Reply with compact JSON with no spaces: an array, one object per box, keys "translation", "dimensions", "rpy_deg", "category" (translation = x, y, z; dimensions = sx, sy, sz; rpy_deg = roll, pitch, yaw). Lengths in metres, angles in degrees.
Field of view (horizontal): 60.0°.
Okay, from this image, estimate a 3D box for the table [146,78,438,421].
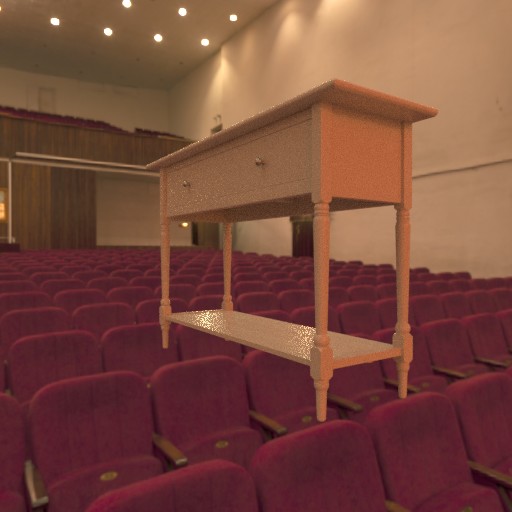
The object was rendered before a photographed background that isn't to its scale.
[{"translation":[0.000,0.000,1.589],"dimensions":[0.384,0.808,1.197],"rpy_deg":[0,1,-34],"category":"table"}]
